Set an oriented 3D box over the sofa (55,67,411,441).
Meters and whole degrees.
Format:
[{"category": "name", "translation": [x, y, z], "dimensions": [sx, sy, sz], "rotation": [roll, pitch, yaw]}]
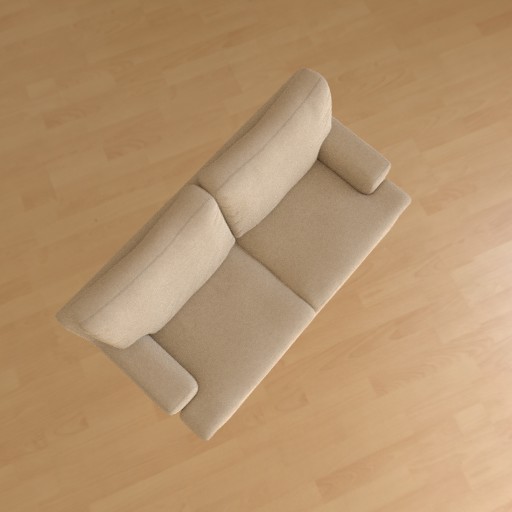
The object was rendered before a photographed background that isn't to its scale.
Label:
[{"category": "sofa", "translation": [0.000, 0.000, 2.494], "dimensions": [0.962, 0.967, 1.885], "rotation": [41, 80, 9]}]
